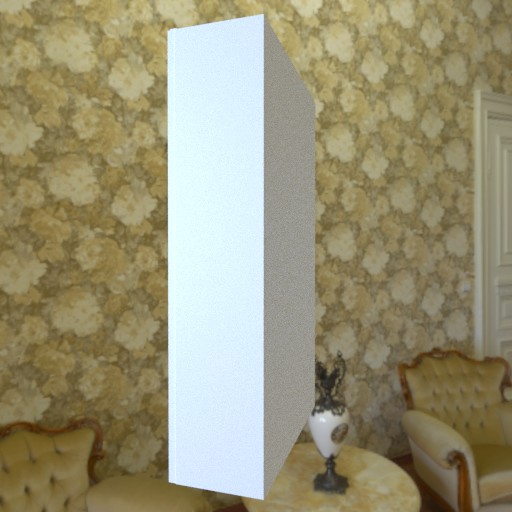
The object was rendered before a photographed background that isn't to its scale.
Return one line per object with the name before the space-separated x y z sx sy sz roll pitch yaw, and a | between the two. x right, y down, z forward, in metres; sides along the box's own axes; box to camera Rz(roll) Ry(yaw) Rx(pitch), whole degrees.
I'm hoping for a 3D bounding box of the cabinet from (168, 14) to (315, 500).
cabinet | 0.000 0.000 2.630 0.480 2.160 1.250 0 1 18
